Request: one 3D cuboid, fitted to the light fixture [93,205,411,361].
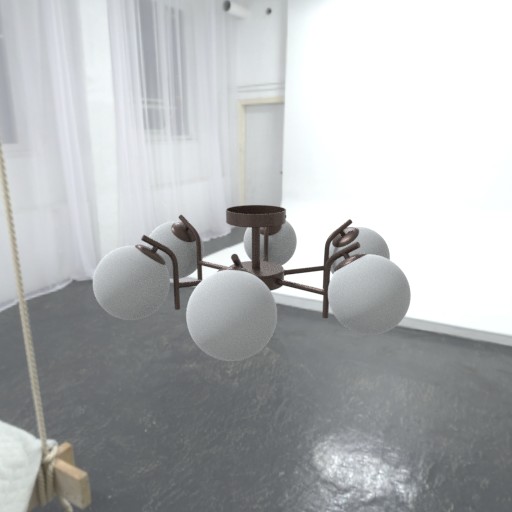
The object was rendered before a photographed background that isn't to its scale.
[{"bbox_3d":[0.000,0.000,0.948,0.662,0.201,0.662,0,15,0],"label":"light fixture"}]
